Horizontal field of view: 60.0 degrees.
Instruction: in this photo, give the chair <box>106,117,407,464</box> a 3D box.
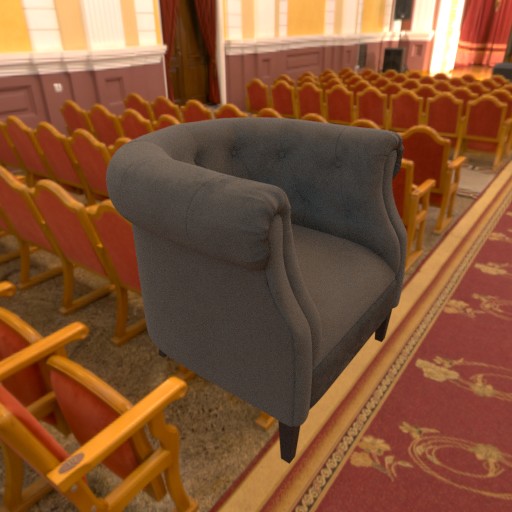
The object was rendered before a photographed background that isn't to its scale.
[{"bbox_3d":[0.000,0.000,1.563,0.851,0.826,0.904,19,34,32],"label":"chair"}]
